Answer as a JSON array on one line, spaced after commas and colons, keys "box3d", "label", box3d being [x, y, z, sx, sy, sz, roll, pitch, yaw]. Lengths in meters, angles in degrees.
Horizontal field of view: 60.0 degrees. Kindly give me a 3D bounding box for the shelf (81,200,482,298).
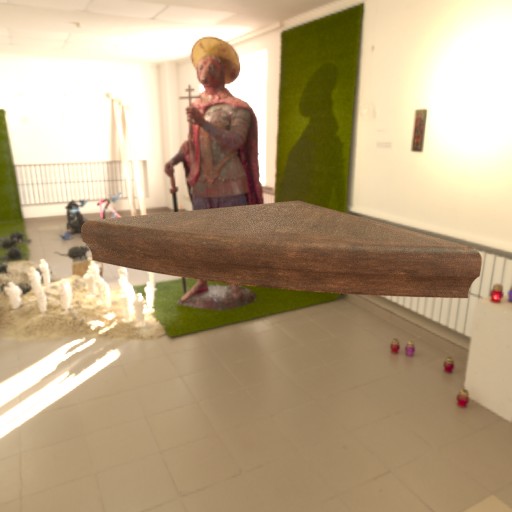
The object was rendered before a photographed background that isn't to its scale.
[{"box3d": [0.000, 0.000, 0.473, 0.310, 0.050, 0.310, -9, 19, -27], "label": "shelf"}]
